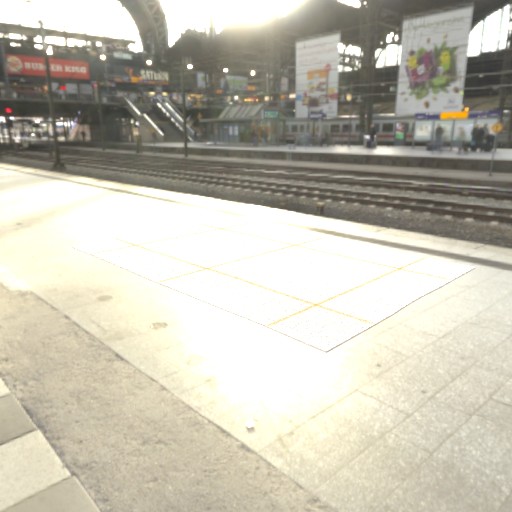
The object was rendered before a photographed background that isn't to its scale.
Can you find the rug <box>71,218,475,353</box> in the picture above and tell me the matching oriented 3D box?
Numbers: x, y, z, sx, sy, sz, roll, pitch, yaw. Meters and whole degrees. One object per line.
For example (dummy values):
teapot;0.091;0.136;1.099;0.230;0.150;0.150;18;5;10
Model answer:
rug;0.000;0.000;2.379;1.825;0.015;1.232;15;21;43
